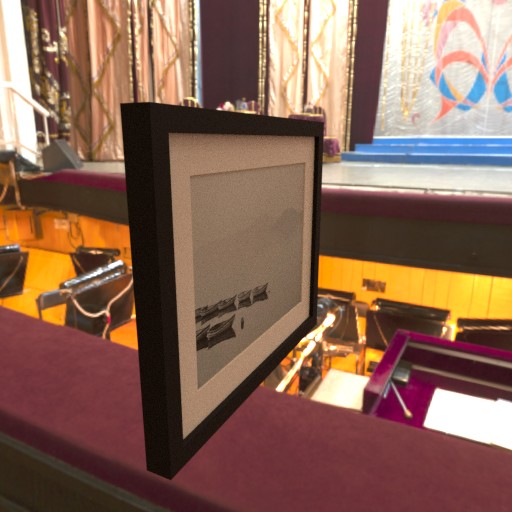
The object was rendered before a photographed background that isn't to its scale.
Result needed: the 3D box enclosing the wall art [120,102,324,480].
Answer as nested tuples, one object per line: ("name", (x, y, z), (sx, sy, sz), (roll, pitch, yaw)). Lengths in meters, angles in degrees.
("wall art", (0.000, 0.000, 0.538), (0.028, 0.325, 0.397), (7, 16, 26))
